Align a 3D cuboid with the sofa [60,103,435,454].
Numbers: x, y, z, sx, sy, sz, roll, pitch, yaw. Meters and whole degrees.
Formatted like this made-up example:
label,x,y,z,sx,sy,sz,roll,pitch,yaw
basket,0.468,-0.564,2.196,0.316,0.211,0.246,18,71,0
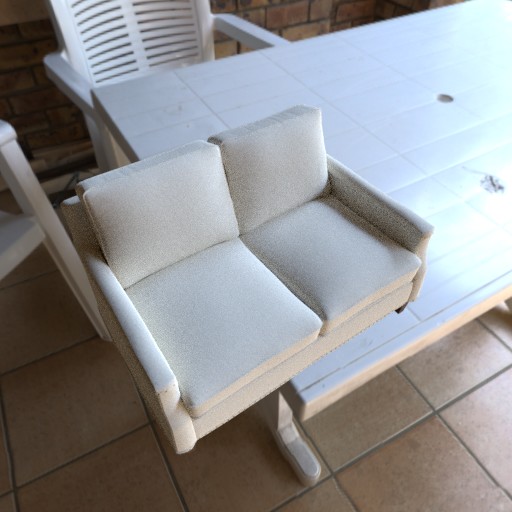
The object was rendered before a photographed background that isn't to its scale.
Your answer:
label,x,y,z,sx,sy,sz,roll,pitch,yaw
sofa,0.000,0.000,2.313,1.597,1.003,1.084,-27,52,-23
